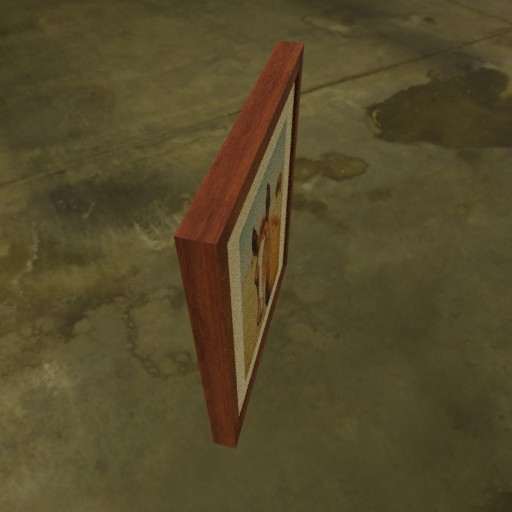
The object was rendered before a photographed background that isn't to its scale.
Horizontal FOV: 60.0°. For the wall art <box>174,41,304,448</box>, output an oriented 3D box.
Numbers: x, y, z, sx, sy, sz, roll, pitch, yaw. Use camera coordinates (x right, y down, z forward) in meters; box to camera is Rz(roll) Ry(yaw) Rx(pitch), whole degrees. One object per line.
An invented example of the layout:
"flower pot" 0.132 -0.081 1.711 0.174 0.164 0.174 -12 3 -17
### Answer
"wall art" 0.000 0.000 0.544 0.030 0.381 0.330 11 48 10
